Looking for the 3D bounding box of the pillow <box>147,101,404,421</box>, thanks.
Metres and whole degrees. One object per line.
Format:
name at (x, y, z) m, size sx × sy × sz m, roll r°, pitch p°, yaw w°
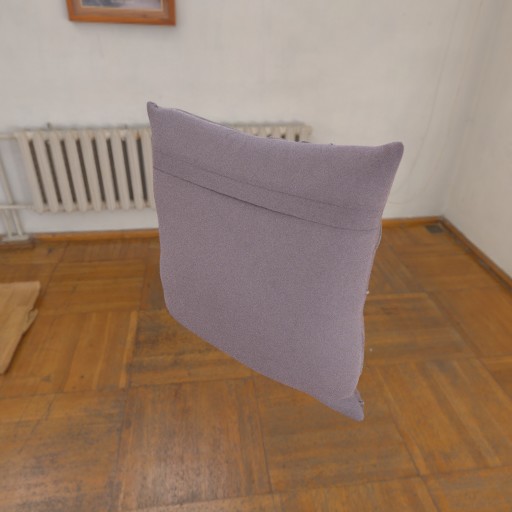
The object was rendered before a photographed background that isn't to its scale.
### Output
pillow at (0.000, 0.000, 0.710) m, size 0.439 × 0.440 × 0.185 m, roll 21°, pitch 37°, yaw 32°
